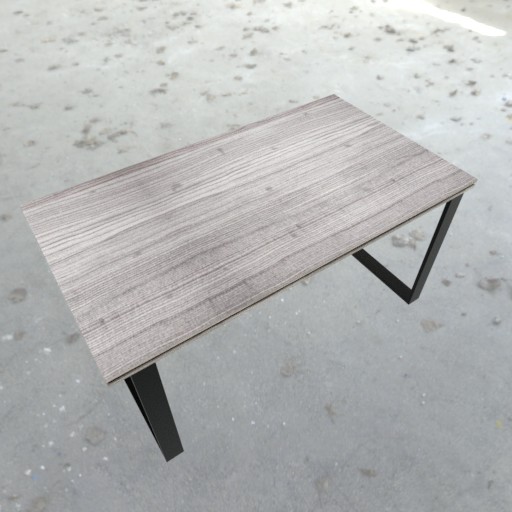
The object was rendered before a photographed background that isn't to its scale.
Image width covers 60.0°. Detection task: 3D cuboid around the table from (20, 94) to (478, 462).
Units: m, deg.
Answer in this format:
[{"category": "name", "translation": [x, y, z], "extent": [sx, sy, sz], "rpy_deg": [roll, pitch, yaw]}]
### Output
[{"category": "table", "translation": [0.000, 0.000, 2.010], "extent": [1.579, 0.736, 0.881], "rpy_deg": [-26, 52, -23]}]
